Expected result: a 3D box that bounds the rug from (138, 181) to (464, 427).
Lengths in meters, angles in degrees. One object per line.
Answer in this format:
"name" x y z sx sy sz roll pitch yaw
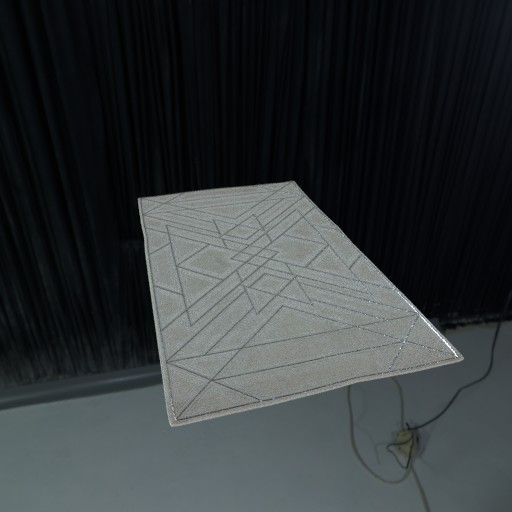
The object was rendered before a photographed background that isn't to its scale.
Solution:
"rug" 0.000 0.000 1.069 0.511 0.008 0.869 -8 32 -14
